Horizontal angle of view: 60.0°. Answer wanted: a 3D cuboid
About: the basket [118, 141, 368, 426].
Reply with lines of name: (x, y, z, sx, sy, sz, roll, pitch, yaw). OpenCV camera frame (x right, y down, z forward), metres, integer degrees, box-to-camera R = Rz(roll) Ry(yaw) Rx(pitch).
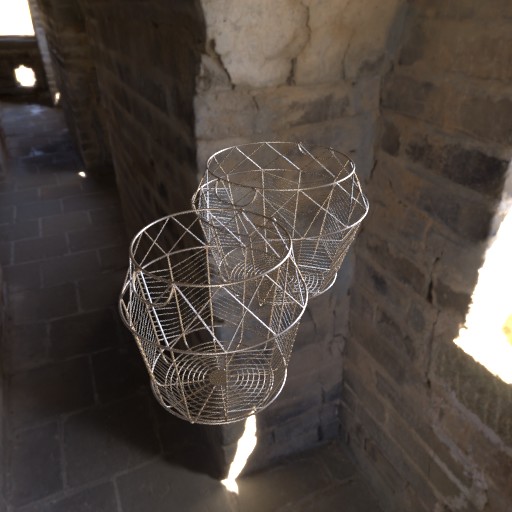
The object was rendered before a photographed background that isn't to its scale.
basket: (0.000, 0.000, 1.035, 0.451, 0.343, 0.805, 10, 32, 17)
